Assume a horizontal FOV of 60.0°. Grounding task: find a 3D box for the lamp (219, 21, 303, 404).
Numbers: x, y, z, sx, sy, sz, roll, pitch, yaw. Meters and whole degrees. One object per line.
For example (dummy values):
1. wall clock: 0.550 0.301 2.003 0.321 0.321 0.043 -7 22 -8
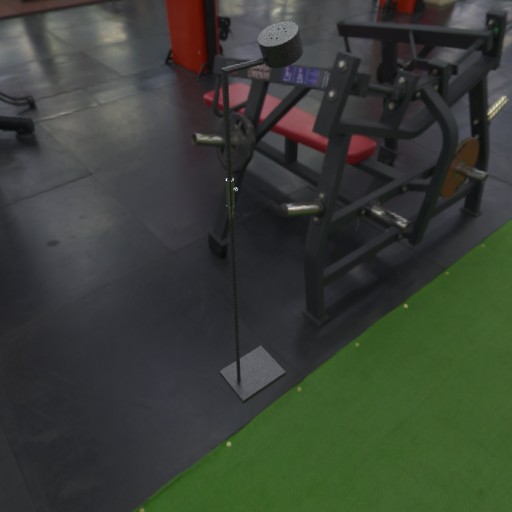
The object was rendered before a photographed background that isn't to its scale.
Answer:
1. lamp: 0.000 0.000 1.703 0.304 1.600 0.203 -27 48 -27
